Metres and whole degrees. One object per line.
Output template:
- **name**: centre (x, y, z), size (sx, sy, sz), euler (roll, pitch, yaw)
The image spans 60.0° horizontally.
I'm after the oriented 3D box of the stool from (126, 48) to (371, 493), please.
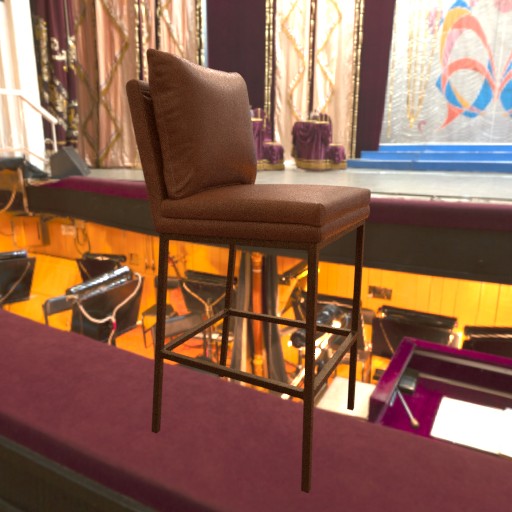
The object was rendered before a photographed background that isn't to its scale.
- **stool**: centre (0.000, 0.000, 1.342), size (0.571, 1.124, 0.463), euler (7, 15, 27)
